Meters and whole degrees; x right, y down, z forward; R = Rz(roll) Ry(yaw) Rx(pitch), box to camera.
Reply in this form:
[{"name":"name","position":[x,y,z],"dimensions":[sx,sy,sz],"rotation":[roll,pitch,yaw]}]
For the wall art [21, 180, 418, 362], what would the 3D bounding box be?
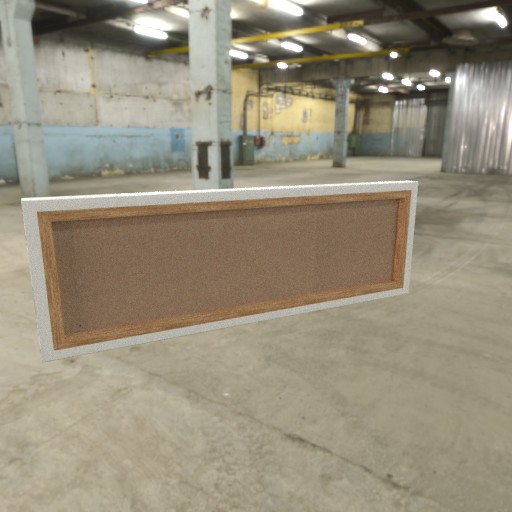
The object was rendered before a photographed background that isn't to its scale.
[{"name":"wall art","position":[0.000,0.000,0.845],"dimensions":[0.766,0.256,0.036],"rotation":[-7,16,-25]}]
